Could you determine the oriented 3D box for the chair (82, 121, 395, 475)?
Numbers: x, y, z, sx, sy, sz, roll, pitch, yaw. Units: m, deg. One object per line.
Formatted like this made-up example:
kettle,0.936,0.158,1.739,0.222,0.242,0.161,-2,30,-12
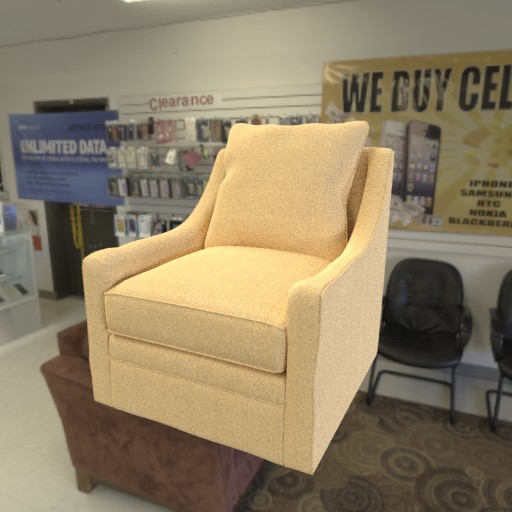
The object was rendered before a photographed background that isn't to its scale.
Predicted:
chair,0.000,0.000,1.539,0.760,0.927,0.876,7,15,26
